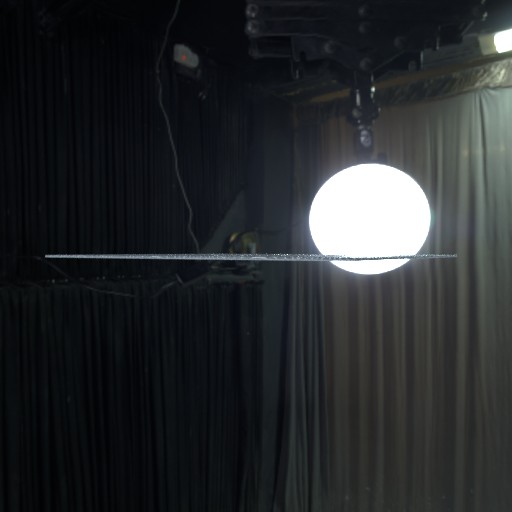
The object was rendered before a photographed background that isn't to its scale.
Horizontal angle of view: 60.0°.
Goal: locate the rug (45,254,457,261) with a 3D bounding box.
[{"bbox_3d":[0.000,0.000,4.189,3.042,0.021,2.456,0,1,36],"label":"rug"}]
